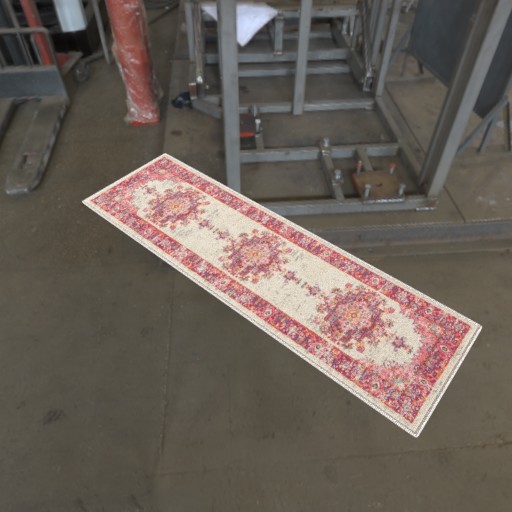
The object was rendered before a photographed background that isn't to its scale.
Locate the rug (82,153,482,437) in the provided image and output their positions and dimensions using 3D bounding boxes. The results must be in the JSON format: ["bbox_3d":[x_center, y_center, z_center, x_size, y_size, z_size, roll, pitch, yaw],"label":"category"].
[{"bbox_3d":[0.000,0.000,1.970,1.824,0.009,0.562,32,54,26],"label":"rug"}]
